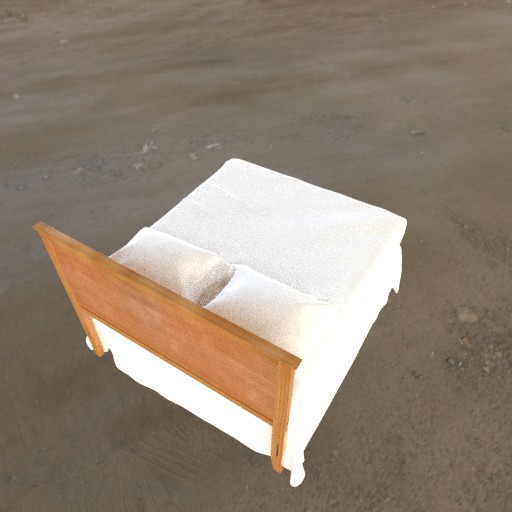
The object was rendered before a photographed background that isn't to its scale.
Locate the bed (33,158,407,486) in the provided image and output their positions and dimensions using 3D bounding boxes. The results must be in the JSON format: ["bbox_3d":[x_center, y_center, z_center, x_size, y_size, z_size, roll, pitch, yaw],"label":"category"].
[{"bbox_3d":[0.000,0.000,3.172,1.870,1.273,2.035,24,50,22],"label":"bed"}]
